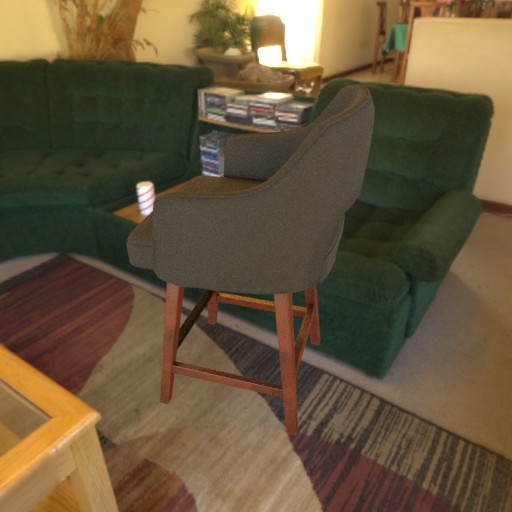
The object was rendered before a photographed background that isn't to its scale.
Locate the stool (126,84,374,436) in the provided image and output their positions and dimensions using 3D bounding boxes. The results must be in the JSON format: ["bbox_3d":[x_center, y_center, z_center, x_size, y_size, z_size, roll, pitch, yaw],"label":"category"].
[{"bbox_3d":[0.000,0.000,1.277,0.558,0.912,0.548,9,32,14],"label":"stool"}]
